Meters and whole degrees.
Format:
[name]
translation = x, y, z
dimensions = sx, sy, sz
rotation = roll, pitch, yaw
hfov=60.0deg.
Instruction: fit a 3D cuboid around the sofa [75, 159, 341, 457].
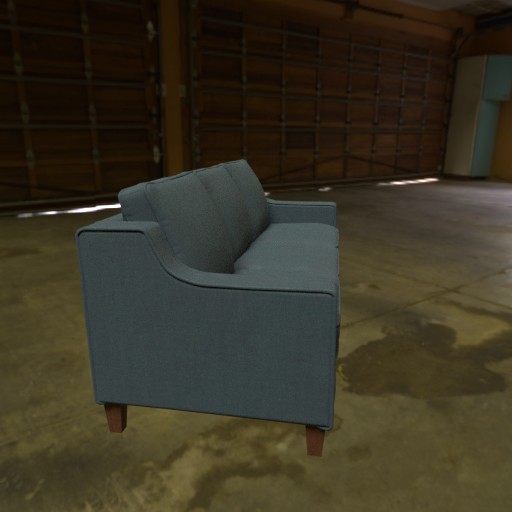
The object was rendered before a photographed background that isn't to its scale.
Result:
[sofa]
translation = 0.000, 0.000, 2.459
dimensions = 0.911, 0.974, 1.986
rotation = 3, 15, 10
